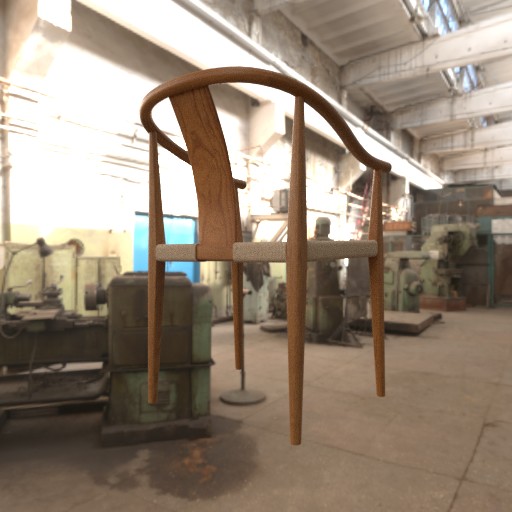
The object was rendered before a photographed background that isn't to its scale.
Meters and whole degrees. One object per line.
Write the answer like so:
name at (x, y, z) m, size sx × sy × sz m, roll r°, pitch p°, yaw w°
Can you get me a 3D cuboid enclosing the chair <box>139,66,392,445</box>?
chair at (0.000, 0.000, 1.208) m, size 0.556 × 0.800 × 0.579 m, roll 0°, pitch 0°, yaw 36°
